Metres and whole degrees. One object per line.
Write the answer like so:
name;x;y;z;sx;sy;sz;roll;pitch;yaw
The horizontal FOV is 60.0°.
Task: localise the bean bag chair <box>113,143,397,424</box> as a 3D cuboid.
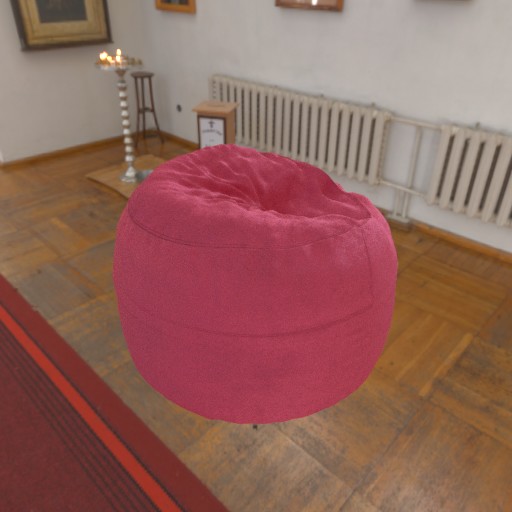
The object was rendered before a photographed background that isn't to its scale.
bean bag chair;0.000;0.000;1.948;1.218;0.788;1.218;0;31;0
